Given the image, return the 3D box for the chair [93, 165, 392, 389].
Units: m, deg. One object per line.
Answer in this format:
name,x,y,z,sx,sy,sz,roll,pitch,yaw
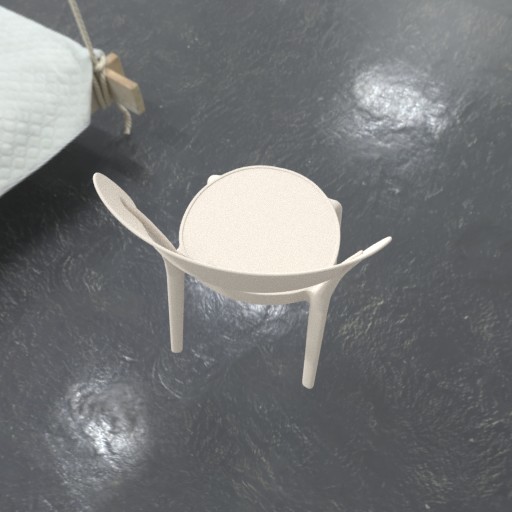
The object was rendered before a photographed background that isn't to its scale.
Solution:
chair,0.000,0.000,1.115,0.506,0.790,0.491,13,62,7
